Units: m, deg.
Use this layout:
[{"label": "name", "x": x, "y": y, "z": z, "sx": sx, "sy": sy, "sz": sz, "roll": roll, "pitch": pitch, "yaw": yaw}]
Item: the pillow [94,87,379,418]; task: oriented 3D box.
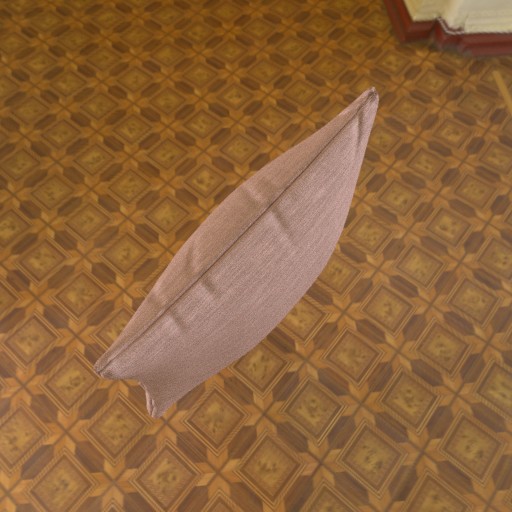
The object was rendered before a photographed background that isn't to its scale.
[{"label": "pillow", "x": 0.000, "y": 0.000, "z": 0.794, "sx": 0.210, "sy": 0.338, "sz": 0.633, "roll": 36, "pitch": 68, "yaw": 17}]
